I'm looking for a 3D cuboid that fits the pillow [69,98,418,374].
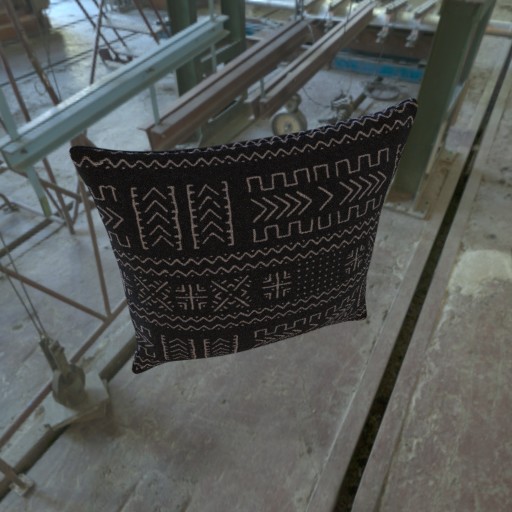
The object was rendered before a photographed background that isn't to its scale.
[{"bbox_3d":[0.000,0.000,0.664,0.438,0.430,0.164,-11,43,-12],"label":"pillow"}]
